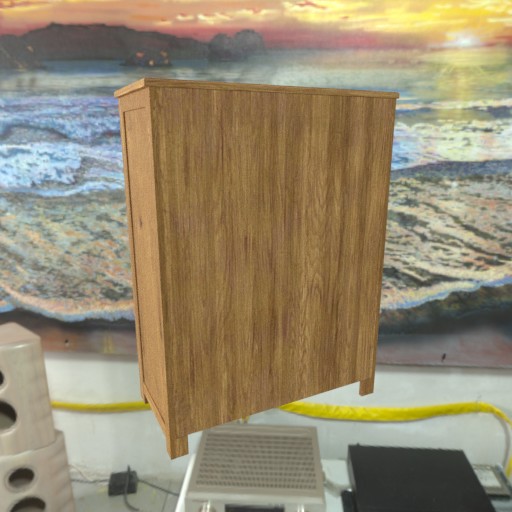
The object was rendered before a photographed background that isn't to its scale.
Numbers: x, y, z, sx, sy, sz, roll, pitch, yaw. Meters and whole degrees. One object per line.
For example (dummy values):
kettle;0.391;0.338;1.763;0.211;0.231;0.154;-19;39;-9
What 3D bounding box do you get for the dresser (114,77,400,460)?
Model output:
dresser;0.000;0.000;2.057;1.081;1.431;0.558;-8;17;-26
